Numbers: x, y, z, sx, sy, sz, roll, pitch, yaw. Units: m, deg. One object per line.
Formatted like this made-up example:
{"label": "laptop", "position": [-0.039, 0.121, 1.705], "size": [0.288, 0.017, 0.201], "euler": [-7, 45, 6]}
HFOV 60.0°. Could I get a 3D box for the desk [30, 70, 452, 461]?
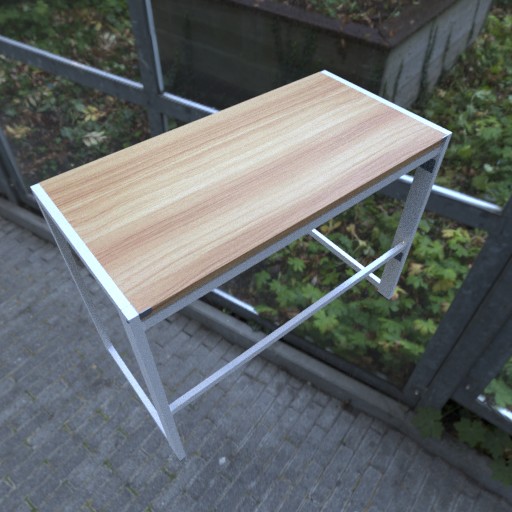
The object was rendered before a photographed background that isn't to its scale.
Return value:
{"label": "desk", "position": [0.000, 0.000, 1.444], "size": [1.016, 0.762, 0.508], "euler": [-31, 54, -25]}
